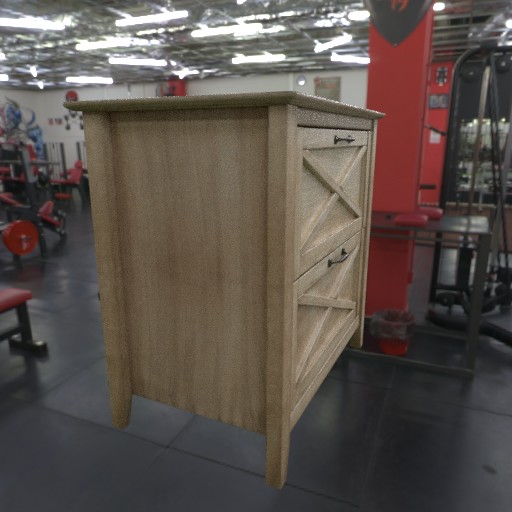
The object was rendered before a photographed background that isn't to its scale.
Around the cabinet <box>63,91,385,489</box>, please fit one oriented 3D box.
[{"bbox_3d":[0.000,0.000,1.208,0.503,0.762,0.763,7,17,25],"label":"cabinet"}]
